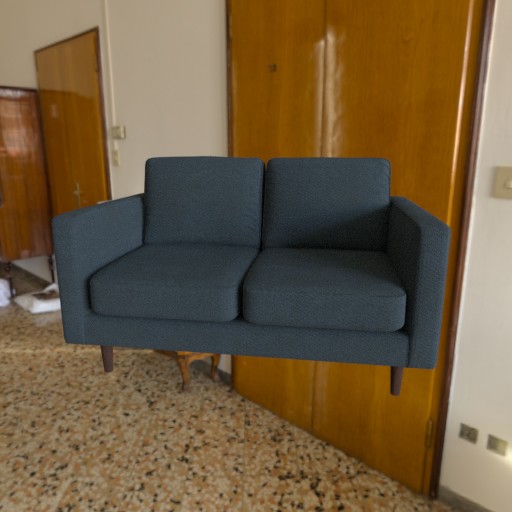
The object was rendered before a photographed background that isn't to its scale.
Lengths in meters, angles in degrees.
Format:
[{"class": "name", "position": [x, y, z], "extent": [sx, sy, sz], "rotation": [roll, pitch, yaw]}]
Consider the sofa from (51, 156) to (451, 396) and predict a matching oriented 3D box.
[{"class": "sofa", "position": [0.000, 0.000, 2.140], "extent": [1.518, 0.930, 0.999], "rotation": [2, 14, 9]}]
